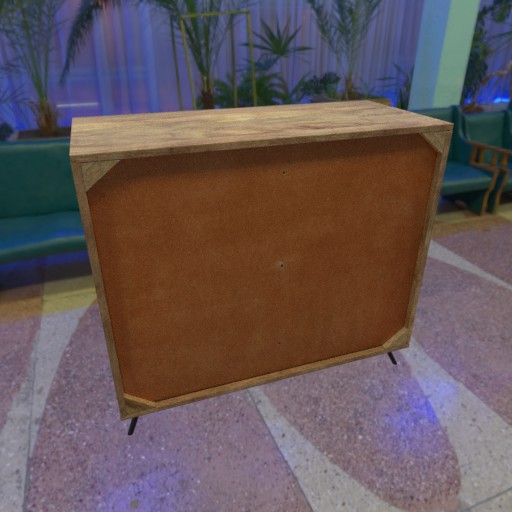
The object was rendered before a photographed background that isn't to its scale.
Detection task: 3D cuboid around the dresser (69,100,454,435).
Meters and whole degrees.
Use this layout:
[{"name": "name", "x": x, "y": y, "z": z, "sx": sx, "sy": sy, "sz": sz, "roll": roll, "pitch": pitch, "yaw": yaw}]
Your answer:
[{"name": "dresser", "x": 0.000, "y": 0.000, "z": 1.417, "sx": 0.967, "sy": 0.847, "sz": 0.446, "roll": -9, "pitch": 29, "yaw": -17}]
